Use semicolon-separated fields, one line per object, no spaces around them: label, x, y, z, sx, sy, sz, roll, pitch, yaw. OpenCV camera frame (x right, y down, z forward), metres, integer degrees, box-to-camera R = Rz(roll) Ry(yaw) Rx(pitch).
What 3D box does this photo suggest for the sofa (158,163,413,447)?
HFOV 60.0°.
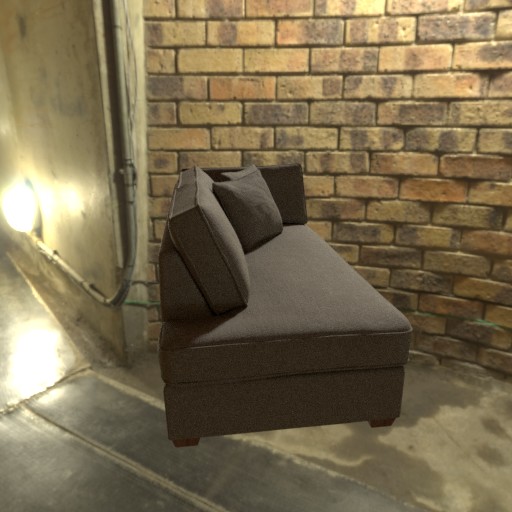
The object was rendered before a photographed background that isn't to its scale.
sofa;0.000;0.000;2.850;1.110;1.033;2.237;-2;18;-7
